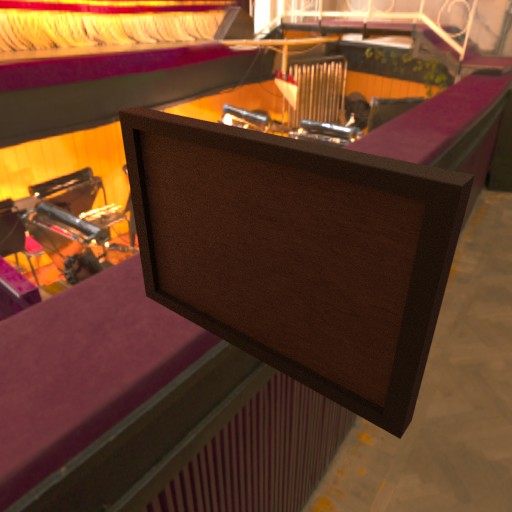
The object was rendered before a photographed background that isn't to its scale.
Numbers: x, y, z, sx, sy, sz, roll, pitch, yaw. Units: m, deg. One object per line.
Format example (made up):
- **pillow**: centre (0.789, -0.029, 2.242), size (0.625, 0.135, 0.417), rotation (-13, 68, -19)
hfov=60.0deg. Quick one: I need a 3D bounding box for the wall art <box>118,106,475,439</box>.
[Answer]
- **wall art**: centre (0.000, 0.000, 0.839), size (0.671, 0.456, 0.051), rotation (22, 36, 33)
